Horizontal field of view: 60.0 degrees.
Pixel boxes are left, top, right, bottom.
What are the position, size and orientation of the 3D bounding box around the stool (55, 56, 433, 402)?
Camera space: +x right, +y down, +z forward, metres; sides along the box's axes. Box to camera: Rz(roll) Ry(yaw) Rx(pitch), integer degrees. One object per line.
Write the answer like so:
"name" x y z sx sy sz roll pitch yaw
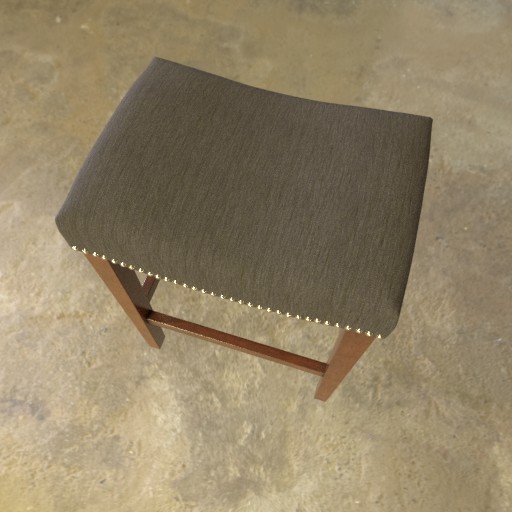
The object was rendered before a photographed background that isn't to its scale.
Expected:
"stool" 0.000 0.000 0.935 0.504 0.654 0.372 15 64 8
